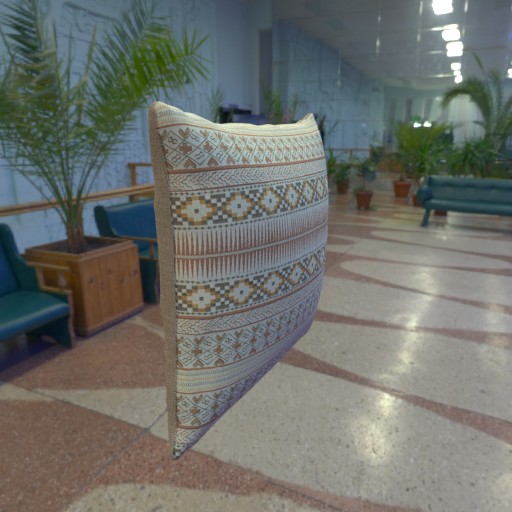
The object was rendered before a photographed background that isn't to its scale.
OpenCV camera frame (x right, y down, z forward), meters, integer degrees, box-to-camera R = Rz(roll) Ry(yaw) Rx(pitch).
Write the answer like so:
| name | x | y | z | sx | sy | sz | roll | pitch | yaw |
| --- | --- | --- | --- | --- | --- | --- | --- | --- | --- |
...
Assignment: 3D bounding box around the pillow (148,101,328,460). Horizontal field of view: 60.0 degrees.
| name | x | y | z | sx | sy | sz | roll | pitch | yaw |
| --- | --- | --- | --- | --- | --- | --- | --- | --- | --- |
| pillow | 0.000 | 0.000 | 0.815 | 0.215 | 0.519 | 0.521 | 8 | 17 | 27 |
